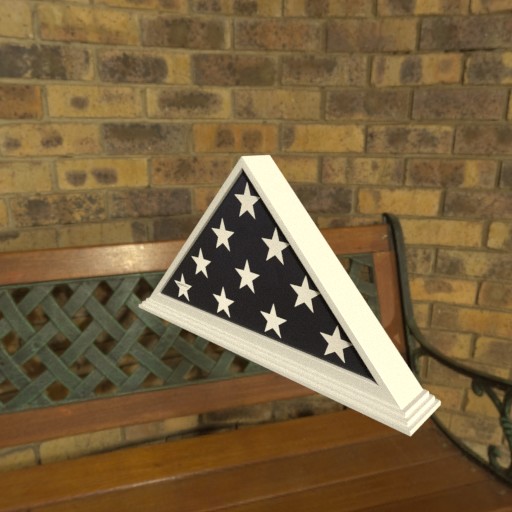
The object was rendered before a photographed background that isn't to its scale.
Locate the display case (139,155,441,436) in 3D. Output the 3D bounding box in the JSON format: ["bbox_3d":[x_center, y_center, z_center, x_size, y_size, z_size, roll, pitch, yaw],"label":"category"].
[{"bbox_3d":[0.000,0.000,0.770,0.640,0.340,0.095,14,21,42],"label":"display case"}]
